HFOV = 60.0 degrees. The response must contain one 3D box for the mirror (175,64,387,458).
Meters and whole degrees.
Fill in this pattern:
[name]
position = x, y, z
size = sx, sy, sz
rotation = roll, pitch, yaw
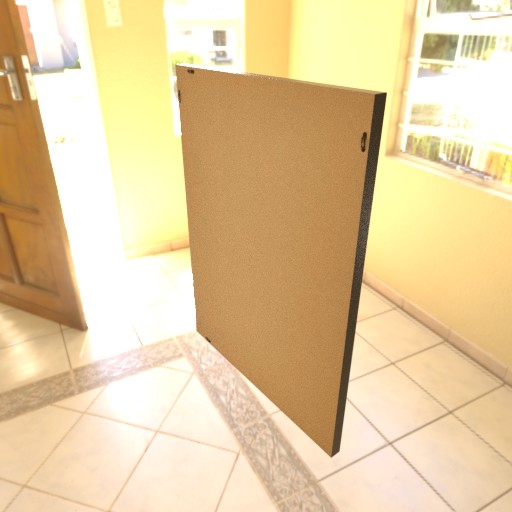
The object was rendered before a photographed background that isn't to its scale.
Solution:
[mirror]
position = 0.000, 0.000, 1.337
size = 0.041, 1.016, 0.762
rotation = -20, 34, -33
